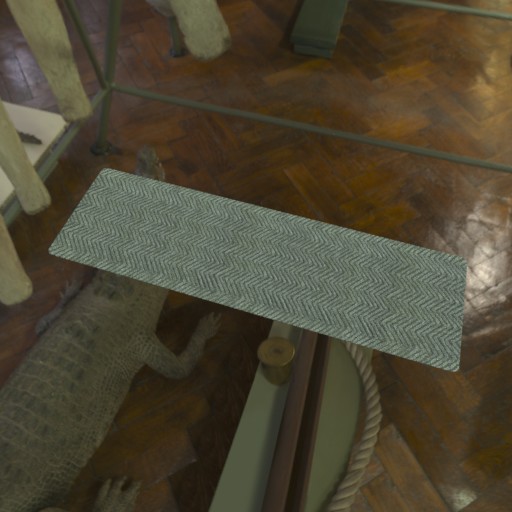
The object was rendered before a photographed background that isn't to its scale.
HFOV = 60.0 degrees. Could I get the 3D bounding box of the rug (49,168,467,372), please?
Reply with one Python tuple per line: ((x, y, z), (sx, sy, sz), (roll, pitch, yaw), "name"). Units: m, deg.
((0.000, 0.000, 2.513), (2.286, 0.008, 0.686), (15, 59, 9), "rug")
